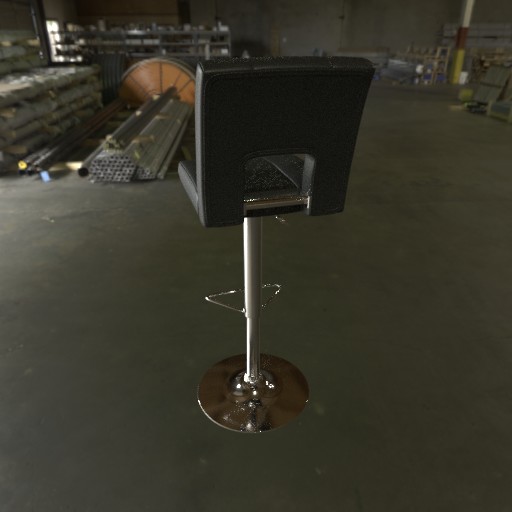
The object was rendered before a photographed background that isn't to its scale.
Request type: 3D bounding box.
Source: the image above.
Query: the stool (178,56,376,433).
[{"bbox_3d":[0.000,0.000,1.376,0.415,1.151,0.520,-8,28,-15],"label":"stool"}]
